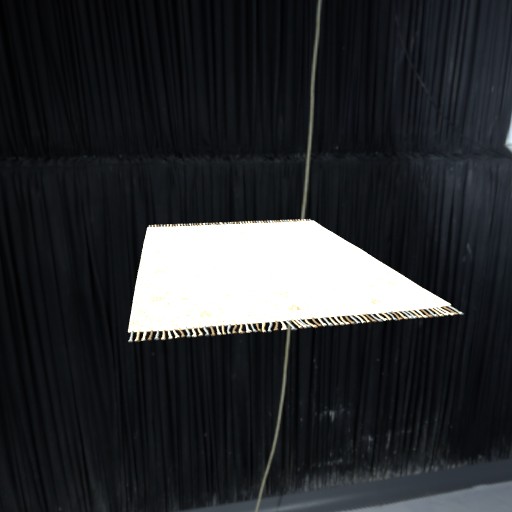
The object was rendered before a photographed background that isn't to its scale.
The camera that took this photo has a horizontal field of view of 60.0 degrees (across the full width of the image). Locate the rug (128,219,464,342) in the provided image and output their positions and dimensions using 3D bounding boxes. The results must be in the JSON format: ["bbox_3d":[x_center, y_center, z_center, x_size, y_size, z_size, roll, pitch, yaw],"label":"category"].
[{"bbox_3d":[0.000,0.000,2.405,1.218,0.017,1.861,-3,16,-11],"label":"rug"}]
